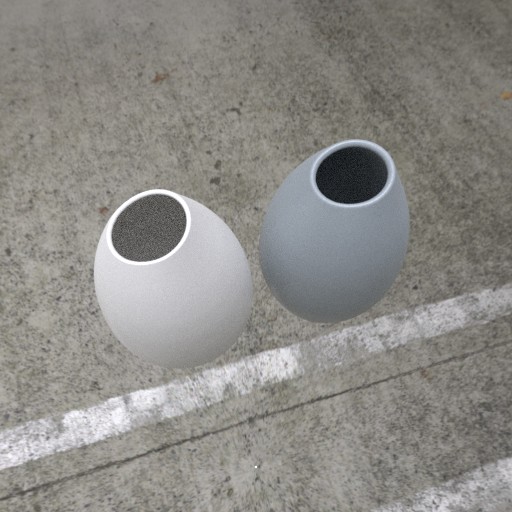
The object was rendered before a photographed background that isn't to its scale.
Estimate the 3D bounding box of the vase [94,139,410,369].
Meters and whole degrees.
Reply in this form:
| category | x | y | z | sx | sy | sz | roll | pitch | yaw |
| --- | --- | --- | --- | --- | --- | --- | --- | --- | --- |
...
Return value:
| category | x | y | z | sx | sy | sz | roll | pitch | yaw |
| --- | --- | --- | --- | --- | --- | --- | --- | --- | --- |
| vase | 0.000 | 0.000 | 0.259 | 0.187 | 0.131 | 0.089 | -16 | 66 | -7 |
